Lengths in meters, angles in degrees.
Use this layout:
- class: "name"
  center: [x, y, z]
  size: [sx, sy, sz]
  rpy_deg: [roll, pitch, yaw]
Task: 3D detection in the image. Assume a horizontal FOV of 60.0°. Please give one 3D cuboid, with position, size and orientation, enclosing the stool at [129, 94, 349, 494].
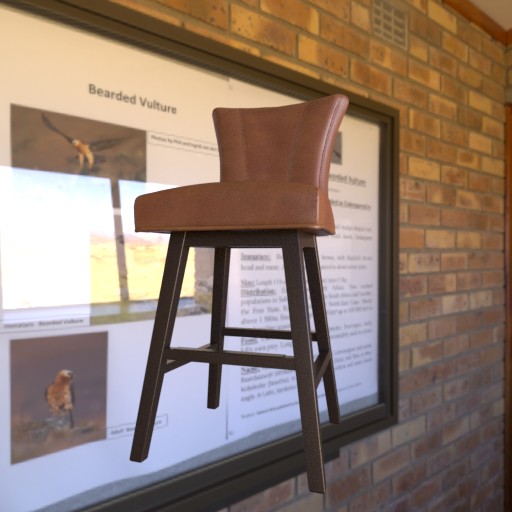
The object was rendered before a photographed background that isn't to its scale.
- class: "stool"
  center: [0.000, 0.000, 1.365]
  size: [0.522, 1.094, 0.585]
  rpy_deg: [0, 0, 18]
